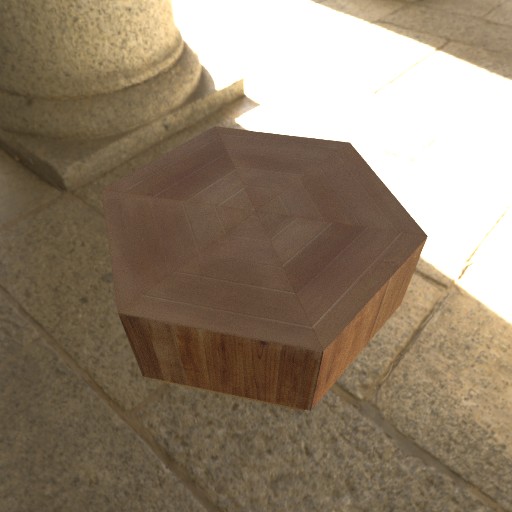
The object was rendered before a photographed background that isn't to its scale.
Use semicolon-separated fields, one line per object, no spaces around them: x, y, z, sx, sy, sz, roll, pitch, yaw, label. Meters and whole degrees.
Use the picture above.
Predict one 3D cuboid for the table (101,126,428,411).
0.000;0.000;1.700;1.154;0.456;1.000;9;48;8;table
